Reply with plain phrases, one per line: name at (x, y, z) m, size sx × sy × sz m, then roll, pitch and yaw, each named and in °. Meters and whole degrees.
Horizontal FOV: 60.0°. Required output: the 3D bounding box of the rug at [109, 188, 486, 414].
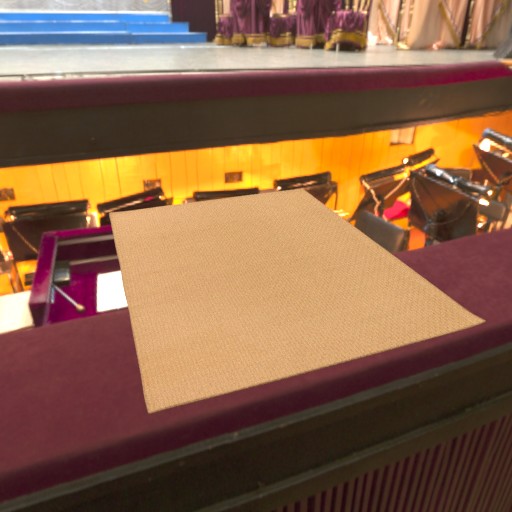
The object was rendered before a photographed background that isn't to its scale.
rug at (0.000, 0.000, 3.869) m, size 2.277 × 0.035 × 2.897 m, roll -10°, pitch 30°, yaw -18°
